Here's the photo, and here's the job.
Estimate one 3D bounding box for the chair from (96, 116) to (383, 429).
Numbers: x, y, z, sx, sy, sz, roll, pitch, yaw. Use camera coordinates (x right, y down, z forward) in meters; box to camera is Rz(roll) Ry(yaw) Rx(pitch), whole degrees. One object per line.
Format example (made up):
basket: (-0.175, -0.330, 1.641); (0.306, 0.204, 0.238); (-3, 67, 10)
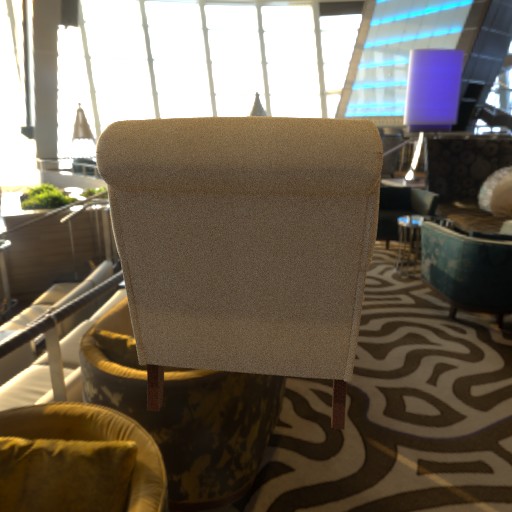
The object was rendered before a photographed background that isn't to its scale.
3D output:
chair: (0.000, 0.000, 1.589); (0.766, 0.944, 0.842); (2, 16, 8)
